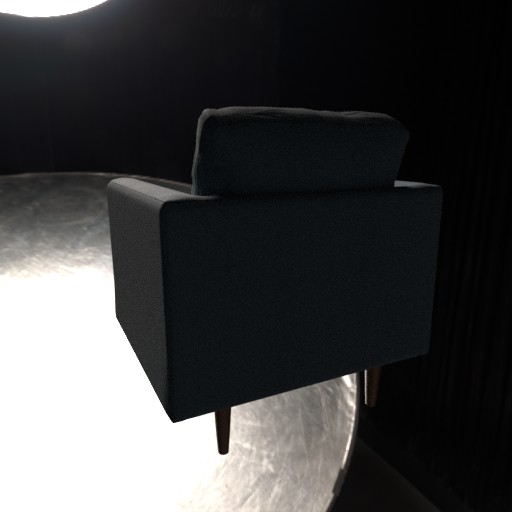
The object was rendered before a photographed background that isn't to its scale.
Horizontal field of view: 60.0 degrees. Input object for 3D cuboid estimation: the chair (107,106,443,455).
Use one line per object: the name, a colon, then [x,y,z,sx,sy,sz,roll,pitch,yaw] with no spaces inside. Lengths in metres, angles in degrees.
chair: [0.000,0.000,1.514,0.855,0.922,0.820,-7,15,-26]
